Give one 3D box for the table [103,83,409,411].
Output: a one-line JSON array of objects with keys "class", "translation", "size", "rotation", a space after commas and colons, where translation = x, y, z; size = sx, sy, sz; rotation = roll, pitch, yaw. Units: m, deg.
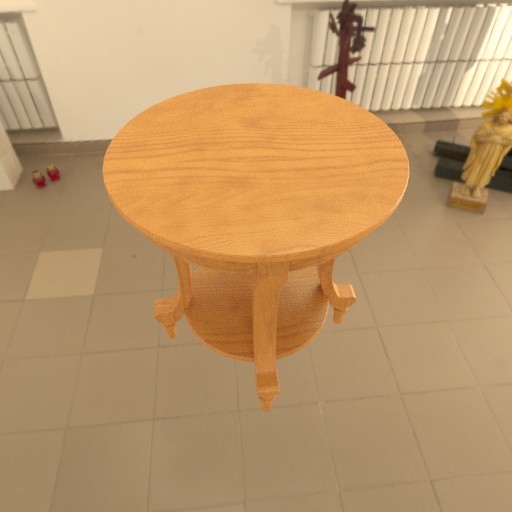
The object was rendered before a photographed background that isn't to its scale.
[{"class": "table", "translation": [0.000, 0.000, 1.104], "size": [0.597, 0.612, 0.597], "rotation": [0, 46, 0]}]
